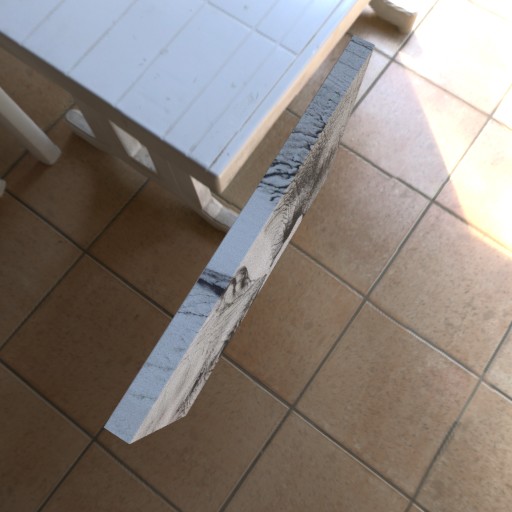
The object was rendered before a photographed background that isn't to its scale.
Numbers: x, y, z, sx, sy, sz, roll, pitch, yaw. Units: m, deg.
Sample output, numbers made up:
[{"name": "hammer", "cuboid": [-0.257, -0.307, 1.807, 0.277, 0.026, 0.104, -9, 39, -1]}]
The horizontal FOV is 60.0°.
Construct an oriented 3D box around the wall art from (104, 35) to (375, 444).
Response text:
[{"name": "wall art", "cuboid": [0.000, 0.000, 0.758, 0.035, 0.407, 0.613, 29, 76, 8]}]
